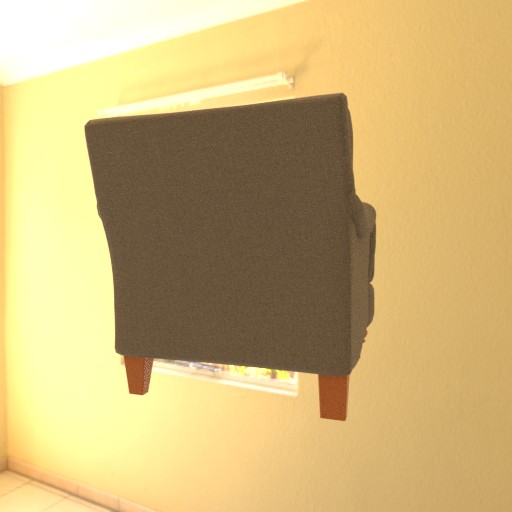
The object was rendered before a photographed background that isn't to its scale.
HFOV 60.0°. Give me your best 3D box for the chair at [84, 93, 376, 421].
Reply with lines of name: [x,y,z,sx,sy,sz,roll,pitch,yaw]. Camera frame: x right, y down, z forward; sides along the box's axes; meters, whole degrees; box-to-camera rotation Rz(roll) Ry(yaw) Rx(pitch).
chair: [0.000,0.000,1.858,0.955,1.038,1.070,1,2,19]
